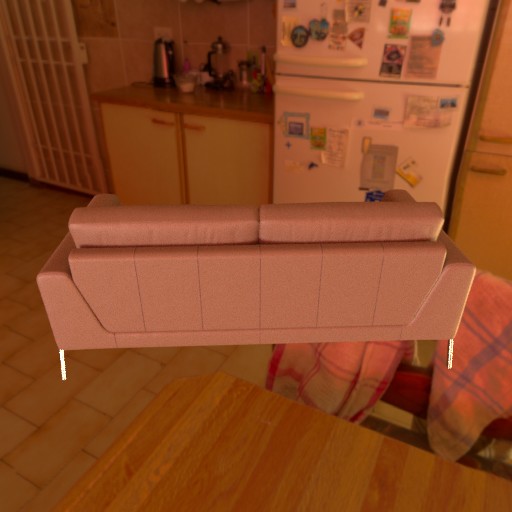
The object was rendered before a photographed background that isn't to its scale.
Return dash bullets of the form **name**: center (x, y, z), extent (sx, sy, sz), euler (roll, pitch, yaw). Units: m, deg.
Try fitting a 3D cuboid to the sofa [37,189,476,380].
- **sofa**: center (0.000, 0.000, 2.482), extent (2.017, 0.875, 0.953), euler (-1, 30, -2)
